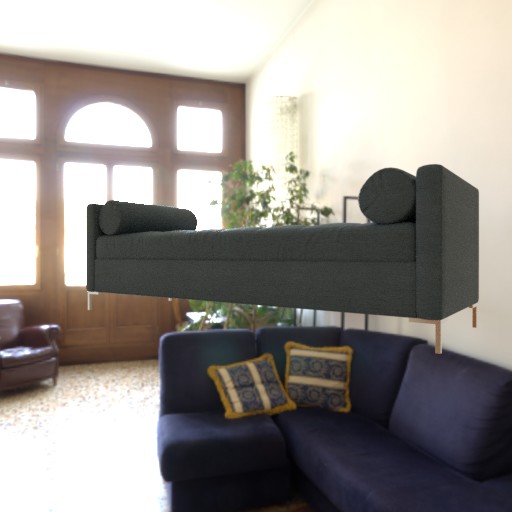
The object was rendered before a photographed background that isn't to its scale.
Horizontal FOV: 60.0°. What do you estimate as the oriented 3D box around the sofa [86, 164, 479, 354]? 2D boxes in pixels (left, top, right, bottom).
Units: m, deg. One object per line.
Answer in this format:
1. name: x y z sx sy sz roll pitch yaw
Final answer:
1. sofa: 0.000 0.000 2.290 1.981 0.635 0.686 0 0 36
